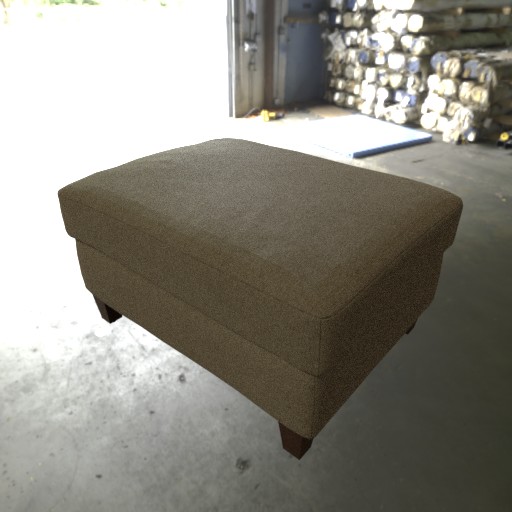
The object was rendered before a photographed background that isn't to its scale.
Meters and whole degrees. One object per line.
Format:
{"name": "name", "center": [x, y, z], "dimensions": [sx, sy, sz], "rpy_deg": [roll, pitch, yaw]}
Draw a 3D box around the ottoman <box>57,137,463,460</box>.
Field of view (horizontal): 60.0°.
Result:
{"name": "ottoman", "center": [0.000, 0.000, 1.278], "dimensions": [0.889, 0.511, 0.692], "rpy_deg": [23, 38, 34]}
